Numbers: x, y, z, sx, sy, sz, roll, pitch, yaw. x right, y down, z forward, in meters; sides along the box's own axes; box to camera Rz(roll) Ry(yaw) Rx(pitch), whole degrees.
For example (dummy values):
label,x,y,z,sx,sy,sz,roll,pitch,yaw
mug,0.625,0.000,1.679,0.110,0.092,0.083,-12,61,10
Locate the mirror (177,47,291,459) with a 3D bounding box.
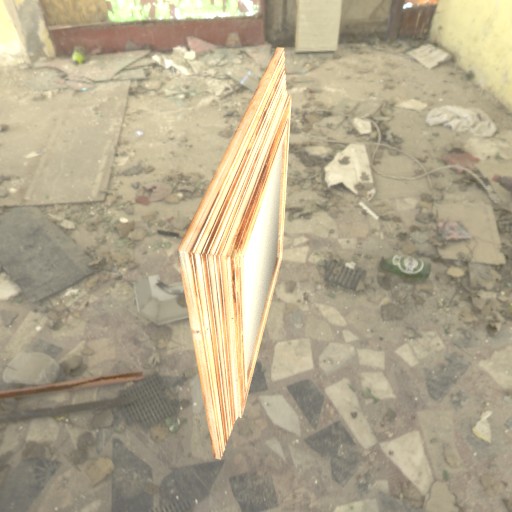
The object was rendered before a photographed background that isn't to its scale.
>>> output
label,x,y,z,sx,sy,sz,roll,pitch,yaw
mirror,0.000,0.000,1.208,0.061,0.804,0.804,9,46,9
